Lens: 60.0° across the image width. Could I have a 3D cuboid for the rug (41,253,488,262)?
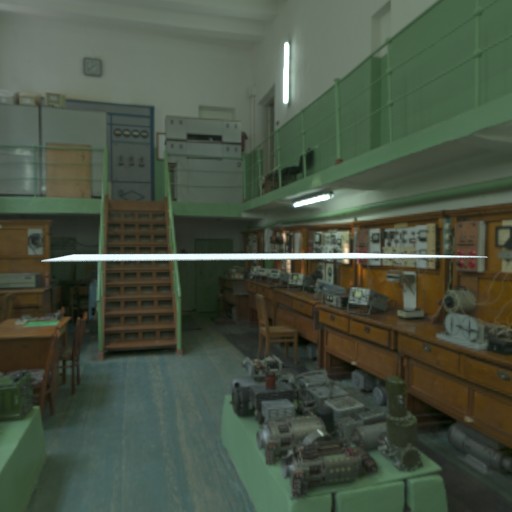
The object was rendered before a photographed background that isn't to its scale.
[{"bbox_3d":[0.000,0.000,3.019,2.440,0.008,1.524,0,1,-18],"label":"rug"}]
